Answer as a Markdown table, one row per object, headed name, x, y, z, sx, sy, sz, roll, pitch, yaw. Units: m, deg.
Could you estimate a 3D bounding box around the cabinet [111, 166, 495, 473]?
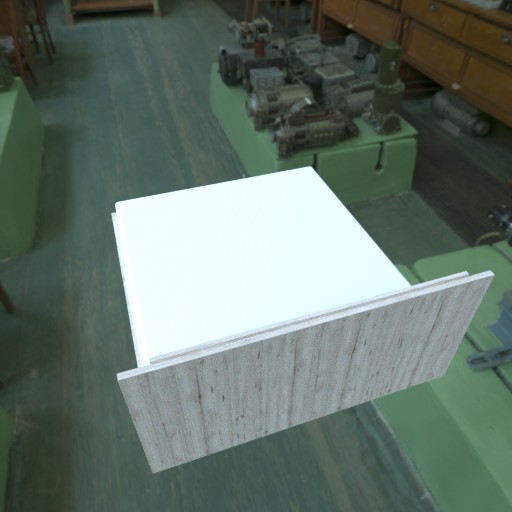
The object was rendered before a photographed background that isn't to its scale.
| name | x | y | z | sx | sy | sz | roll | pitch | yaw |
| --- | --- | --- | --- | --- | --- | --- | --- | --- | --- |
| cabinet | 0.000 | 0.000 | 3.148 | 1.950 | 0.970 | 2.080 | -13 | 44 | -14 |
